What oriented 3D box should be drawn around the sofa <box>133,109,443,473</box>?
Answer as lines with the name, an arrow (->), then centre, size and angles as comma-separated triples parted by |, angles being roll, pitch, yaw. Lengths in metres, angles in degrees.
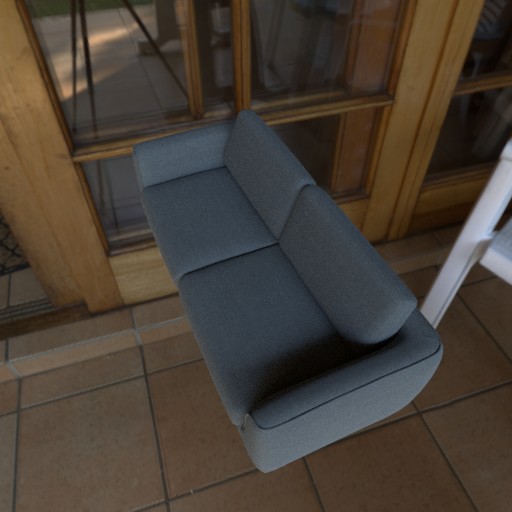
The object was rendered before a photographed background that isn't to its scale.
sofa -> 0.000, 0.000, 2.405 | 0.920, 0.850, 2.000 | -18, 49, -16
